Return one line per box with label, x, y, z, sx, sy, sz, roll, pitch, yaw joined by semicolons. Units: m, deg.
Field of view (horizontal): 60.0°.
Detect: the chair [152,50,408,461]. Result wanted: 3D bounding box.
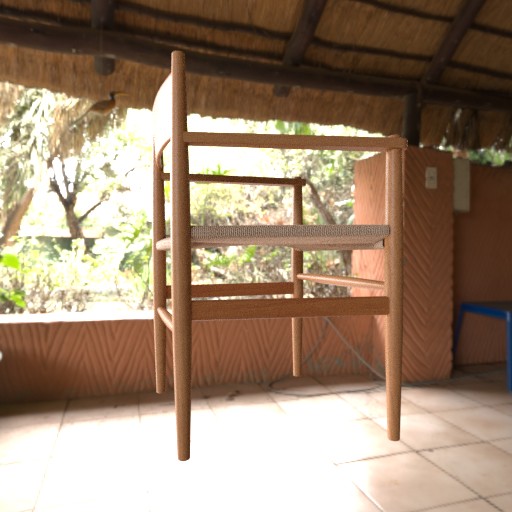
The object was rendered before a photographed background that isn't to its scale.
chair;0.000;0.000;1.099;0.495;0.762;0.556;0;0;-18
